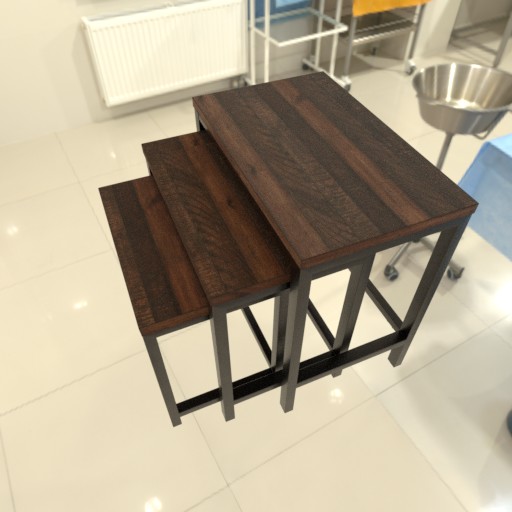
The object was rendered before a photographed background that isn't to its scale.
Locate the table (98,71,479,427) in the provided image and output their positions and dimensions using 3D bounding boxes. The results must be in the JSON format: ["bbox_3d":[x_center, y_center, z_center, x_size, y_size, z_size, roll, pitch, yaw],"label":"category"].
[{"bbox_3d":[0.000,0.000,1.165,0.660,0.616,0.608,-17,49,-15],"label":"table"}]
